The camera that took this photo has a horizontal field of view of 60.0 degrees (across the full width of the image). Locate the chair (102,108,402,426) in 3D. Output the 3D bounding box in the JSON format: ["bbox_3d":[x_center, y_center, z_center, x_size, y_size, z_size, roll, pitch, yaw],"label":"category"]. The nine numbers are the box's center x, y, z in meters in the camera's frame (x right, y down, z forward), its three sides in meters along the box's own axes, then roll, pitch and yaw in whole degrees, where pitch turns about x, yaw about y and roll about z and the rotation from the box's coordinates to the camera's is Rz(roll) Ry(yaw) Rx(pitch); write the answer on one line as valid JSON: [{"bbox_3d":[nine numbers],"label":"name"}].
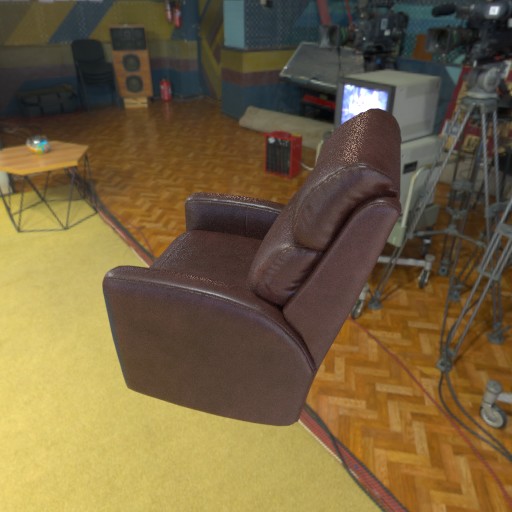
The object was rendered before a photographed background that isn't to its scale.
[{"bbox_3d":[0.000,0.000,1.681,0.939,1.016,0.787,8,31,14],"label":"chair"}]
